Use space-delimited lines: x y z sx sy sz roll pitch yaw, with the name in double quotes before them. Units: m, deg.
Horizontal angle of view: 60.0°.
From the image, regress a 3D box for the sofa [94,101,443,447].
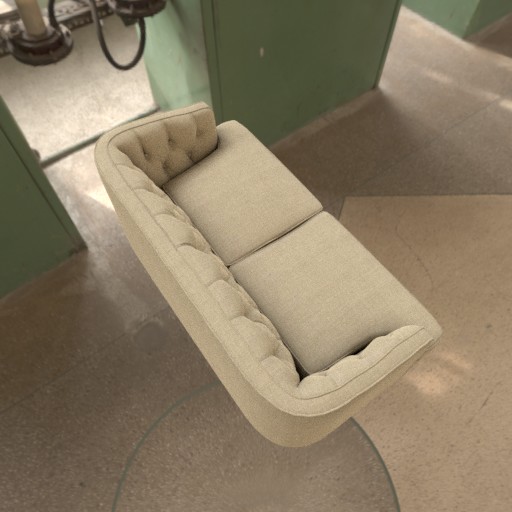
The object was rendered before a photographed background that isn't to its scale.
"sofa" 0.000 0.000 2.255 0.941 0.855 1.733 -32 64 -17
